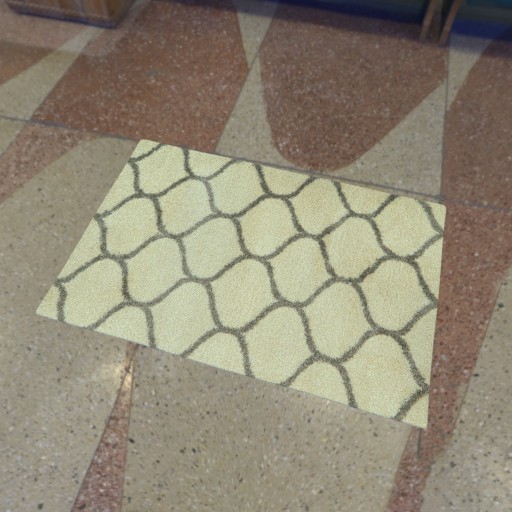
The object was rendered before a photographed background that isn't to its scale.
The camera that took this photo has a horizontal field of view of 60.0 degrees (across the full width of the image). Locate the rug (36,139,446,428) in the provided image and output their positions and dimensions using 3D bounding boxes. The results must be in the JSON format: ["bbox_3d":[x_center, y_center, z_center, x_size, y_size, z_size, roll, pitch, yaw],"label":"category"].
[{"bbox_3d":[0.000,0.000,3.360,2.701,0.026,1.801,14,59,9],"label":"rug"}]
